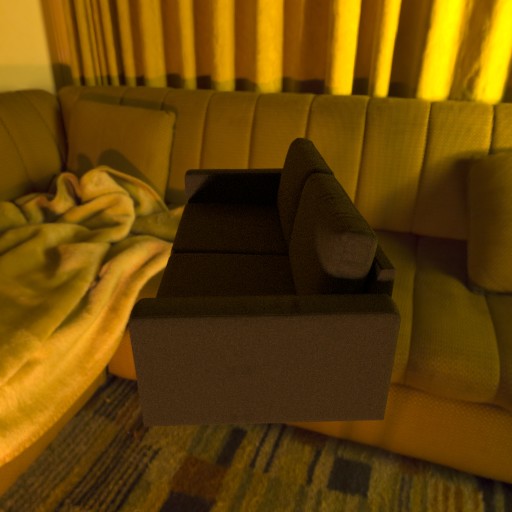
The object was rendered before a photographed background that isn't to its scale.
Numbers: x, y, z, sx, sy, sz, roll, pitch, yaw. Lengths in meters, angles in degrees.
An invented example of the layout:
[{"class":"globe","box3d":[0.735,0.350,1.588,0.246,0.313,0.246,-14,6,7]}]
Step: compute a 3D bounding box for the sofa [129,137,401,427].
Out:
[{"class":"sofa","box3d":[0.000,0.000,2.266,0.889,0.897,1.730,-1,26,-2]}]
